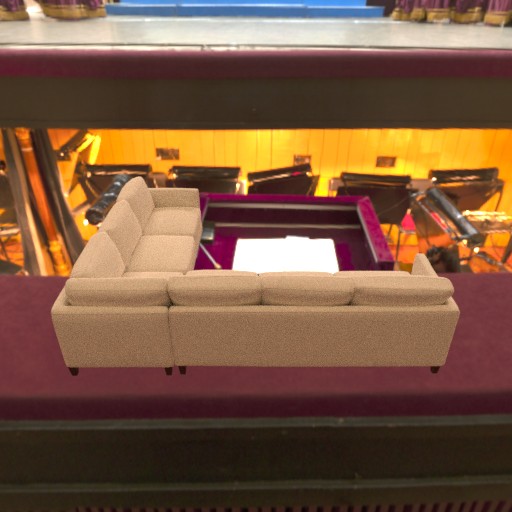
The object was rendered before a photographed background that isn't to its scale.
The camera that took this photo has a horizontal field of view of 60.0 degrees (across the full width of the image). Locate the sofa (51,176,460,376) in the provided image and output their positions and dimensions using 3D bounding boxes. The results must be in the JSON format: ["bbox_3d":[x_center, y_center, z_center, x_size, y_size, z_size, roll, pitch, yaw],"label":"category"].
[{"bbox_3d":[0.000,0.000,4.703,3.302,0.947,2.593,0,31,0],"label":"sofa"}]
